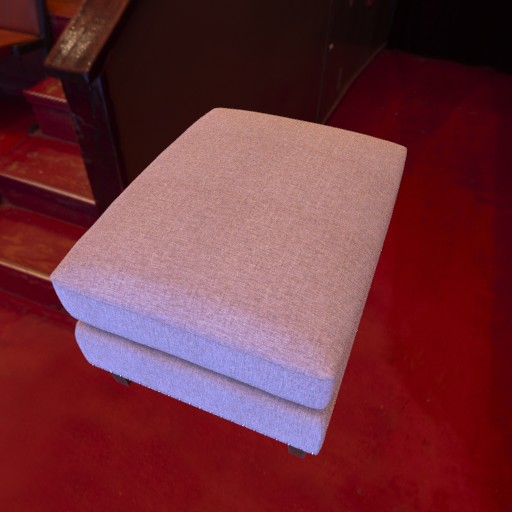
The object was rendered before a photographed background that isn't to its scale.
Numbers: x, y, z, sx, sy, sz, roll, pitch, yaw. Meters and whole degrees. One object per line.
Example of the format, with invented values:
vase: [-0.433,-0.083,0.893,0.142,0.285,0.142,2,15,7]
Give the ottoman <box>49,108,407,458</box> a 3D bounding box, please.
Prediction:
ottoman: [0.000,0.000,1.129,0.584,0.513,0.741,16,48,15]
